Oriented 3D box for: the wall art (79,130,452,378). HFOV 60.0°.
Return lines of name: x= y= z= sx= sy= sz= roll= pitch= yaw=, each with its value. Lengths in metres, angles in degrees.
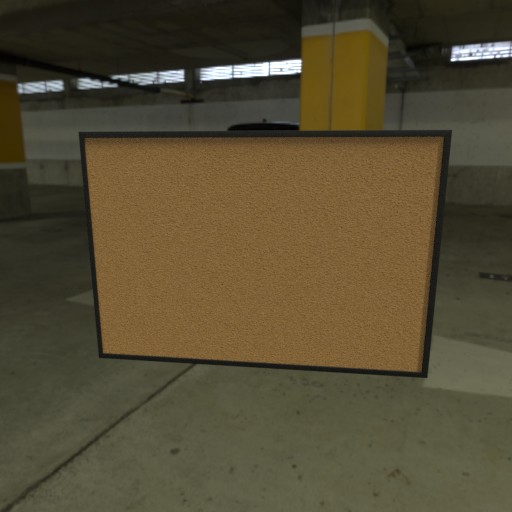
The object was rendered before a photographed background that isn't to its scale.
wall art: x=0.000 y=0.000 z=0.843 sx=0.664 sy=0.458 sz=0.013 roll=2 pitch=14 yaw=7
